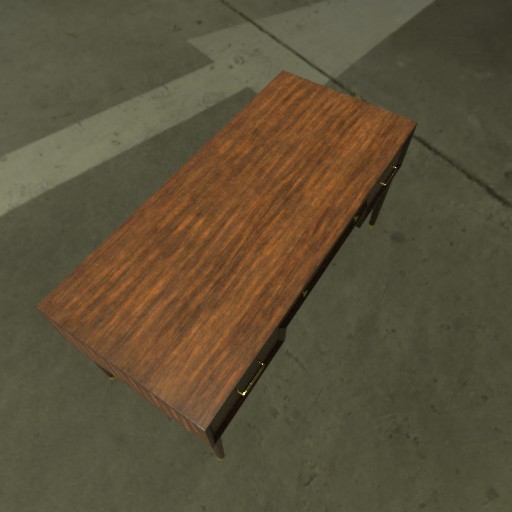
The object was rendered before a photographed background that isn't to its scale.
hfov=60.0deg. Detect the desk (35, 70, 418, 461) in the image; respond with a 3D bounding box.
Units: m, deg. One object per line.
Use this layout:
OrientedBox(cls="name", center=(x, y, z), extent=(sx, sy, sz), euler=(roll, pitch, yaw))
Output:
OrientedBox(cls="desk", center=(0.000, 0.000, 2.048), extent=(0.724, 0.762, 1.575), euler=(29, 61, 18))
